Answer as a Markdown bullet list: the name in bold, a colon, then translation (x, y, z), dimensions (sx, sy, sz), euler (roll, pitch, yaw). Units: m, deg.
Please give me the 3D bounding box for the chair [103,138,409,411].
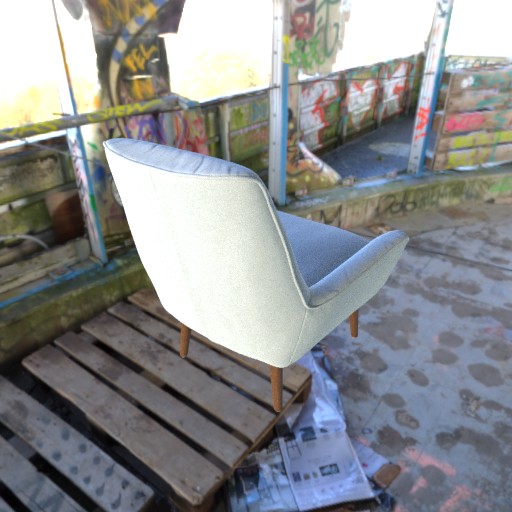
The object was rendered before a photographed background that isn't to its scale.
- **chair**: translation (0.000, 0.000, 1.515), dimensions (0.787, 0.888, 0.822), euler (20, 35, 31)
